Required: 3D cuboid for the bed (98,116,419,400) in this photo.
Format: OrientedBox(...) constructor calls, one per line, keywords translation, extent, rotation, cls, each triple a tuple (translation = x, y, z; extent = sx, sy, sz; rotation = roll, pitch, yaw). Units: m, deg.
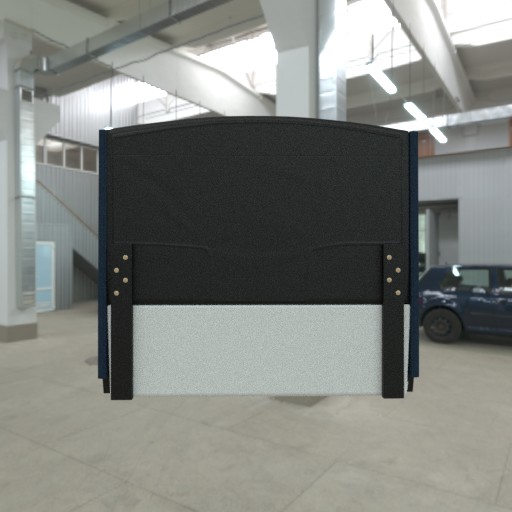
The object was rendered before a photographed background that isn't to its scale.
OrientedBox(translation=(0.000, 0.000, 3.269), extent=(1.604, 1.402, 2.223), rotation=(0, 0, -1), cls="bed")
